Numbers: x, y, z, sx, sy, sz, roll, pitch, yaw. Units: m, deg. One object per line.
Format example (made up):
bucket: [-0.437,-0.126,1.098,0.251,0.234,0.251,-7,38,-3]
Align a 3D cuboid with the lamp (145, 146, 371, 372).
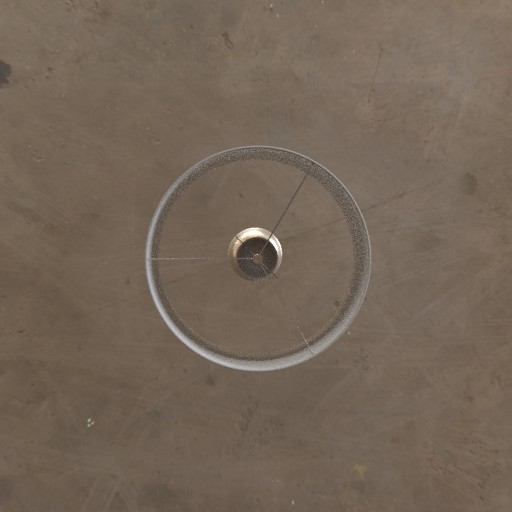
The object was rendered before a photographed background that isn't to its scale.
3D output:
lamp: [0.000,0.000,0.860,0.331,0.698,0.331,0,91,0]
